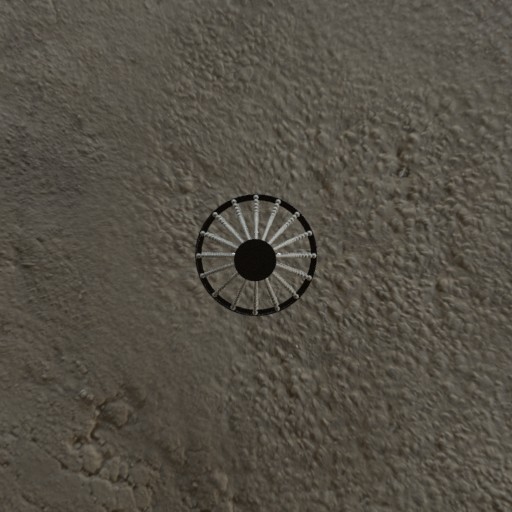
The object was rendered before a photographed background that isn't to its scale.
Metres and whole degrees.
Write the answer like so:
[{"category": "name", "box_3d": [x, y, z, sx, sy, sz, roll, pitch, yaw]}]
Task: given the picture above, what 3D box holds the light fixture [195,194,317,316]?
[{"category": "light fixture", "box_3d": [0.000, 0.000, 1.379, 0.450, 1.133, 0.450, 0, 91, 0]}]
